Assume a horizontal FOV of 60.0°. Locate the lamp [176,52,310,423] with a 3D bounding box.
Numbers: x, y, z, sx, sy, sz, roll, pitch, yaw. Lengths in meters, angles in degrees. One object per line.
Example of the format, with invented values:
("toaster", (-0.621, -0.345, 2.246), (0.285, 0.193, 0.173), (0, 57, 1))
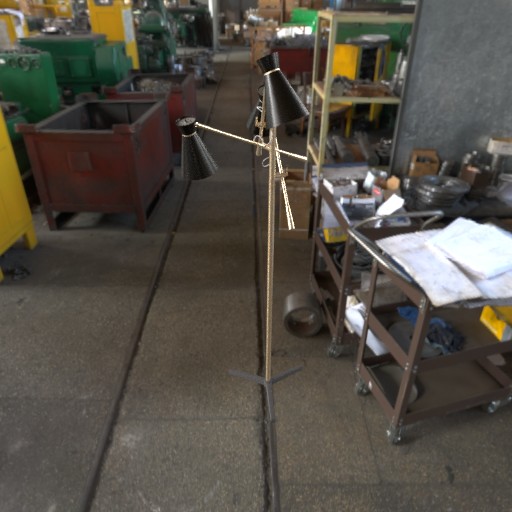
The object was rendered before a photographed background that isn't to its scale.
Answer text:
("lamp", (0.000, 0.000, 2.083), (0.653, 1.804, 0.750), (-19, 36, -29))
